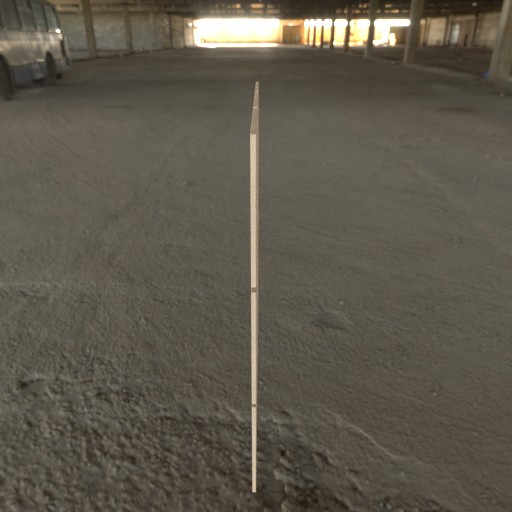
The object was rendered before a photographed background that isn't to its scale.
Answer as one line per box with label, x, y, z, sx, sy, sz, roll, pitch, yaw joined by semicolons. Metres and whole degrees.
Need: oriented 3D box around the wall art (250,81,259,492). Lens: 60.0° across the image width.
wall art;0.000;0.000;1.806;0.013;1.218;1.219;0;27;1
